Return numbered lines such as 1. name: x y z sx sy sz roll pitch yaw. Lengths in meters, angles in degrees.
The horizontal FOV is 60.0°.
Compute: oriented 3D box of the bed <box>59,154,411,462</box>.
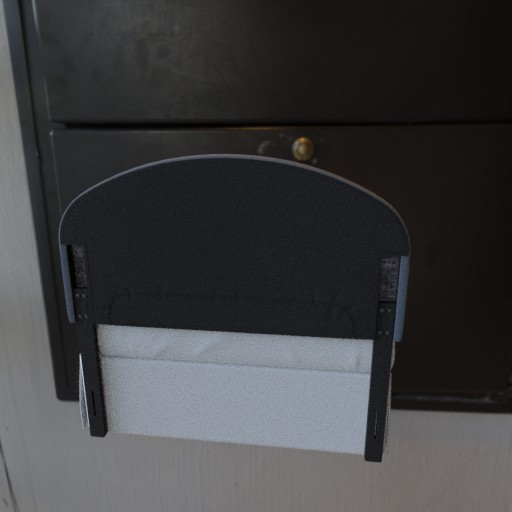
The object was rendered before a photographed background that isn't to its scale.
1. bed: 0.000 0.000 2.924 1.607 1.410 2.005 2 16 7
